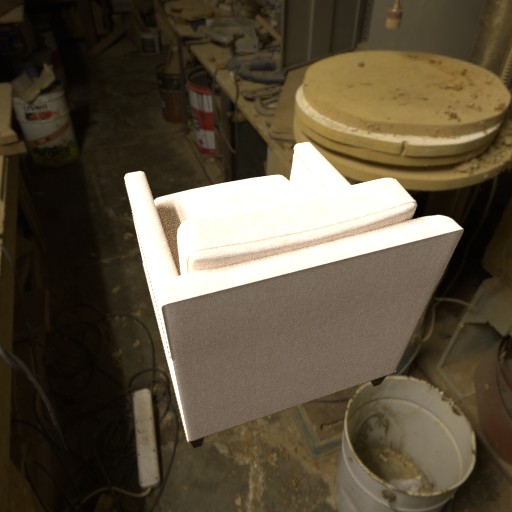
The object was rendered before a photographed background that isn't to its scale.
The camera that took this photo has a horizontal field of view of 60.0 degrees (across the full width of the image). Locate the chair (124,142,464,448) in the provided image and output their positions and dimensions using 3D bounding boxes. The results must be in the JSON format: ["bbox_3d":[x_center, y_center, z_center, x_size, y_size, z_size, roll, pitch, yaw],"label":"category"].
[{"bbox_3d":[0.000,0.000,1.728,0.838,0.940,1.041,-13,43,-15],"label":"chair"}]
